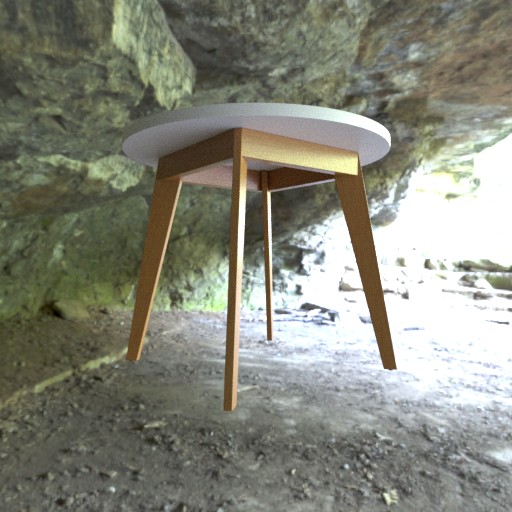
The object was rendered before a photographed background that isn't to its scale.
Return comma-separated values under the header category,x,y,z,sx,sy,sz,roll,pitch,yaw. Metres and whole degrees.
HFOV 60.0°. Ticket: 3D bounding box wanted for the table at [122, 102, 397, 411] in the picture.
category,x,y,z,sx,sy,sz,roll,pitch,yaw
table,0.000,0.000,1.546,0.896,0.762,0.896,0,0,0
